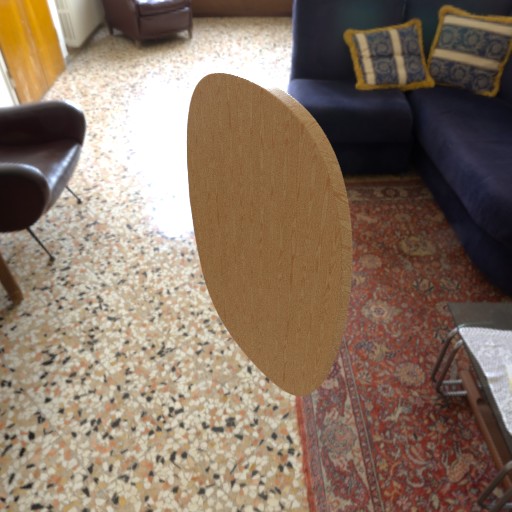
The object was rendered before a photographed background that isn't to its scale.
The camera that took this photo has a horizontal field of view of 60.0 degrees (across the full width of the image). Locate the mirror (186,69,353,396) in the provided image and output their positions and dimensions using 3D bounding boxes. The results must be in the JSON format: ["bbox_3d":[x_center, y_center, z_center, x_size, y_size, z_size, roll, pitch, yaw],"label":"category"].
[{"bbox_3d":[0.000,0.000,1.367,0.037,1.075,0.724,-27,48,-27],"label":"mirror"}]
